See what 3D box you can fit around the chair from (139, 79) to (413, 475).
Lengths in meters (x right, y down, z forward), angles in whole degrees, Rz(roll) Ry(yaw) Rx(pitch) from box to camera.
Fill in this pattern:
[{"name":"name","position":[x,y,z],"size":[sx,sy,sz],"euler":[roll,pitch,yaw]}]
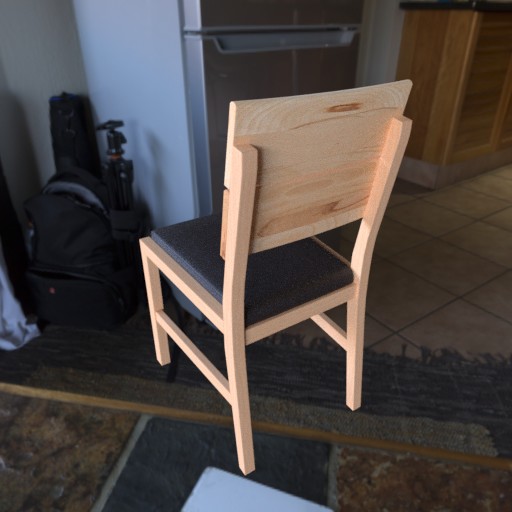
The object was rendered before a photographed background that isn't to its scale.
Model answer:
[{"name":"chair","position":[0.000,0.000,1.234],"size":[0.475,0.950,0.560],"euler":[-18,35,-28]}]
